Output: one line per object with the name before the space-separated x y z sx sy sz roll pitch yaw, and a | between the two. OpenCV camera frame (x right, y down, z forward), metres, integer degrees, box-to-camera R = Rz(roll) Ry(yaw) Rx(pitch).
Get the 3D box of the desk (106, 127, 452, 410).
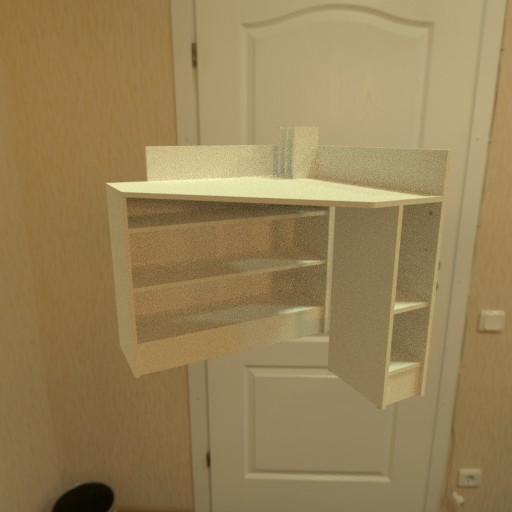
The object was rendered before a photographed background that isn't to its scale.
desk | 0.000 0.000 1.737 0.940 0.986 0.940 -8 17 -26
